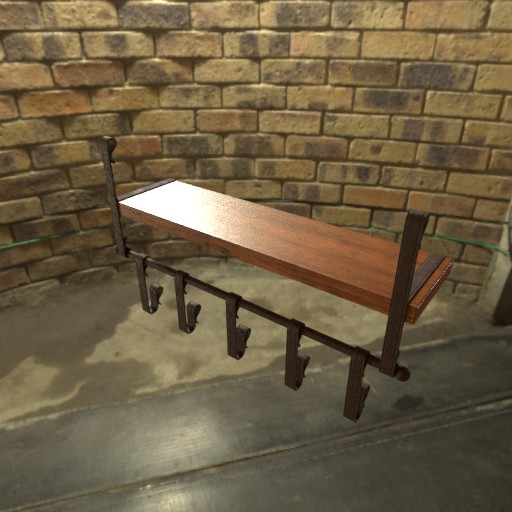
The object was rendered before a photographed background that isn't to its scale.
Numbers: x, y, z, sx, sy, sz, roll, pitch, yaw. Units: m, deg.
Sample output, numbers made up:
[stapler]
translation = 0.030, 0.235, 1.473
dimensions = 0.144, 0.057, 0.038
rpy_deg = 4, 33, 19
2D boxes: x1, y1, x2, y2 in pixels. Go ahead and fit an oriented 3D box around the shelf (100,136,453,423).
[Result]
[shelf]
translation = 0.000, 0.000, 0.714
dimensions = 0.567, 0.330, 0.146
rpy_deg = 20, 35, 32
